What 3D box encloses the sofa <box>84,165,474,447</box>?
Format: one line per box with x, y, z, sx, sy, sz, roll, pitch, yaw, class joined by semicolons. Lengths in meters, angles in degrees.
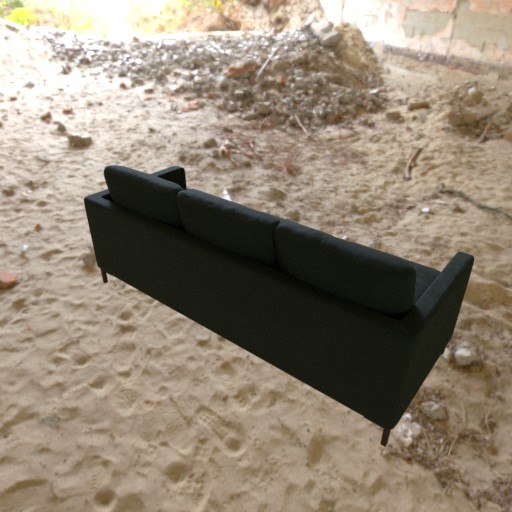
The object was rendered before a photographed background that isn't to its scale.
0.000;0.000;2.680;2.218;0.870;0.859;22;37;32;sofa
